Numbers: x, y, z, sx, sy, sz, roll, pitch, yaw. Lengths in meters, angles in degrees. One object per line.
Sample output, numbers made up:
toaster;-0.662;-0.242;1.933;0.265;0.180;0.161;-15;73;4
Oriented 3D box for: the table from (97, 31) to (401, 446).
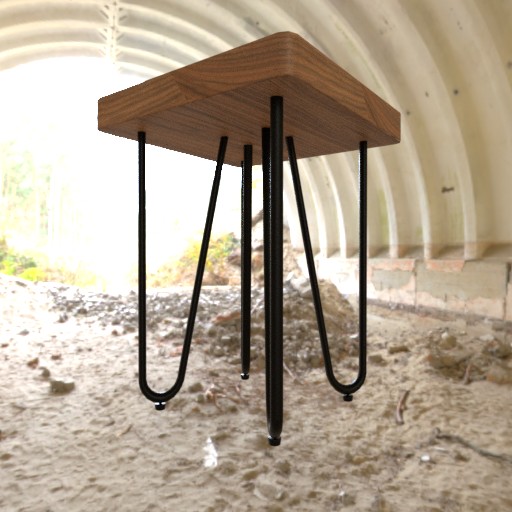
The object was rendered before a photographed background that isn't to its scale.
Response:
table;0.000;0.000;0.956;0.479;0.641;0.480;0;0;37
